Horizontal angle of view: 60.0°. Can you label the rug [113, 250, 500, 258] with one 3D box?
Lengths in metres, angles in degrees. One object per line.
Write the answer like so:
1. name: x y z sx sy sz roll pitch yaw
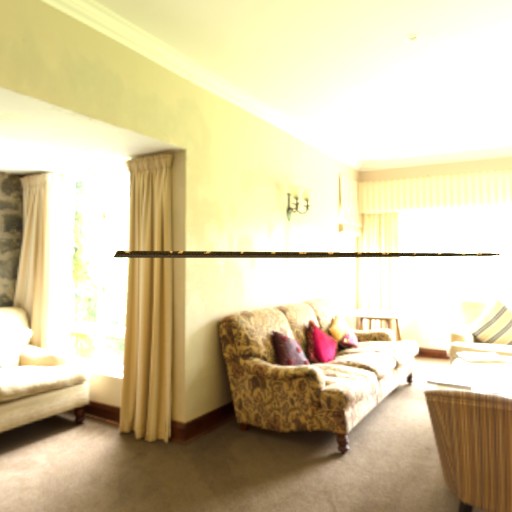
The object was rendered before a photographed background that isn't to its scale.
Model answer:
1. rug: 0.000 0.000 4.000 2.439 0.022 3.047 0 -1 -18
